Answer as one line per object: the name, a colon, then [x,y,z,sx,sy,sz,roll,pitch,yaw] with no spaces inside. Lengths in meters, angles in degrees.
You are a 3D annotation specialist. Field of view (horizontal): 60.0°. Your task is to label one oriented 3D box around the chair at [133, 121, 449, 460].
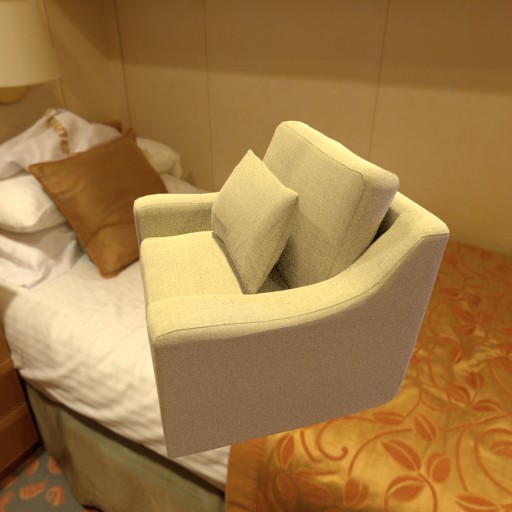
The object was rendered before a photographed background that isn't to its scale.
chair: [0.000,0.000,1.962,1.009,1.016,1.178,-8,31,-14]
